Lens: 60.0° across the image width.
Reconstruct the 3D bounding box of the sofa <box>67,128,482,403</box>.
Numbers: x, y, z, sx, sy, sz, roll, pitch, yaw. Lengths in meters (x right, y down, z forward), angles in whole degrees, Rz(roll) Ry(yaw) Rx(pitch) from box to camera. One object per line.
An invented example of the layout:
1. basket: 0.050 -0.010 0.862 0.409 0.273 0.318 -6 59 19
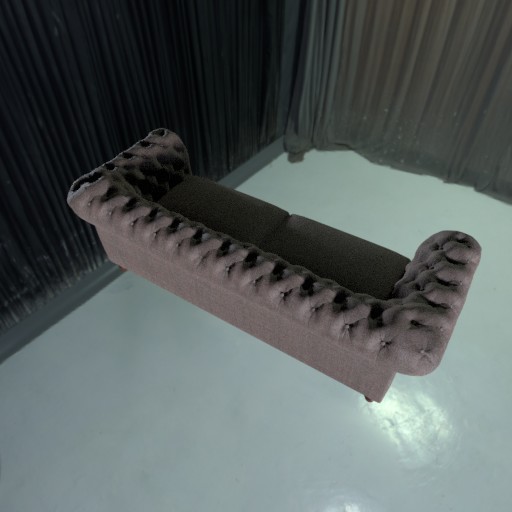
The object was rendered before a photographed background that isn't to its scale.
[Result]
1. sofa: 0.000 0.000 2.802 2.385 0.787 0.944 24 50 22
